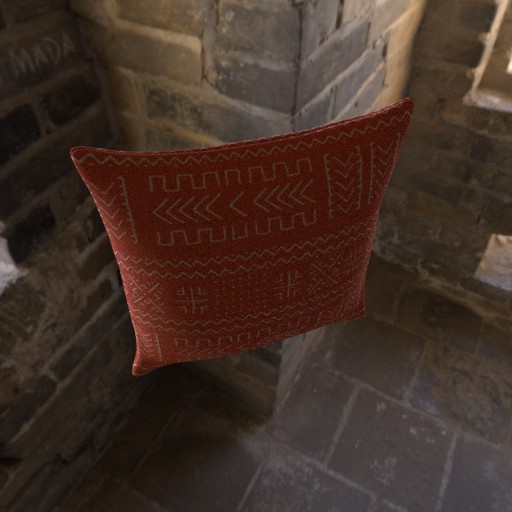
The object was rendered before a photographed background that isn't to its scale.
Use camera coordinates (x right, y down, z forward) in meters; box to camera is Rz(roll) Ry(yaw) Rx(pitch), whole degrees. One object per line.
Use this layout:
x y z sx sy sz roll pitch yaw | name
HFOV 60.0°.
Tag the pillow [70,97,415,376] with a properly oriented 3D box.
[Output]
0.000 0.000 0.666 0.438 0.429 0.164 -12 43 -13 | pillow
